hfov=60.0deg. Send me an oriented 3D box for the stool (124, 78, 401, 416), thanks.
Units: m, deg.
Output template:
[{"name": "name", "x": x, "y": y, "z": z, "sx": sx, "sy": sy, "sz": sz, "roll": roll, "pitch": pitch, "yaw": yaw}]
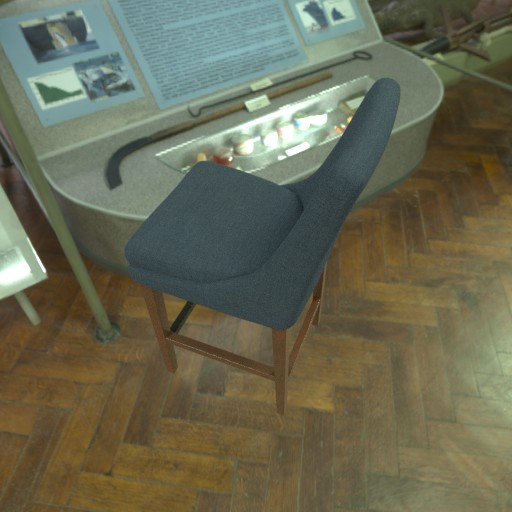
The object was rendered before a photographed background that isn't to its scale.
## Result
[{"name": "stool", "x": 0.000, "y": 0.000, "z": 1.290, "sx": 0.577, "sy": 0.981, "sz": 0.470, "roll": 17, "pitch": 48, "yaw": 15}]
